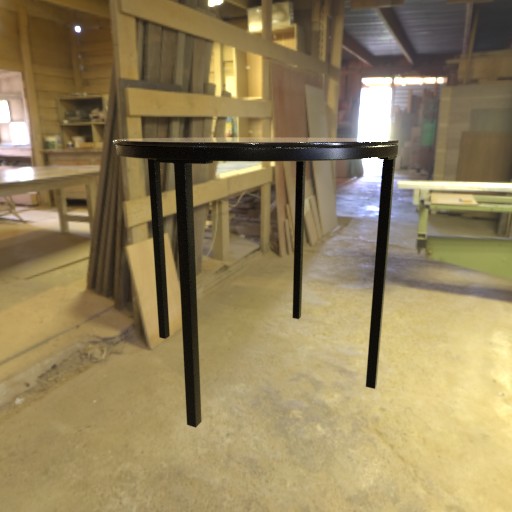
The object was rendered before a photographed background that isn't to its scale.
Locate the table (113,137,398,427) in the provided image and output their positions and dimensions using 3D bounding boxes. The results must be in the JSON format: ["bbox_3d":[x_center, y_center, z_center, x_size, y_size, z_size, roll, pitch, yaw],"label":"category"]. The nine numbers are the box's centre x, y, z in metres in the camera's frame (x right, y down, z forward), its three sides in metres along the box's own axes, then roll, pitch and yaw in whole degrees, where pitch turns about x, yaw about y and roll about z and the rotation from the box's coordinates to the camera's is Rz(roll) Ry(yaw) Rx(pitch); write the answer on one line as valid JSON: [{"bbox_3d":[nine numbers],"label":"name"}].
[{"bbox_3d":[0.000,0.000,0.870,0.499,0.443,0.499,0,16,0],"label":"table"}]
